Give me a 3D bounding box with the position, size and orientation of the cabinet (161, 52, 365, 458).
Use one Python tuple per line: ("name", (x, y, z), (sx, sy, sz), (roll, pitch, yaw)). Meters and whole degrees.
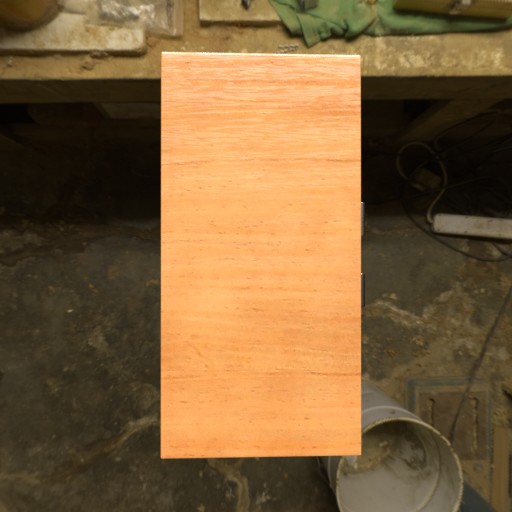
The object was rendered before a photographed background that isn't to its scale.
("cabinet", (0.000, 0.000, 1.378), (0.419, 1.001, 0.800), (0, 90, -2))
